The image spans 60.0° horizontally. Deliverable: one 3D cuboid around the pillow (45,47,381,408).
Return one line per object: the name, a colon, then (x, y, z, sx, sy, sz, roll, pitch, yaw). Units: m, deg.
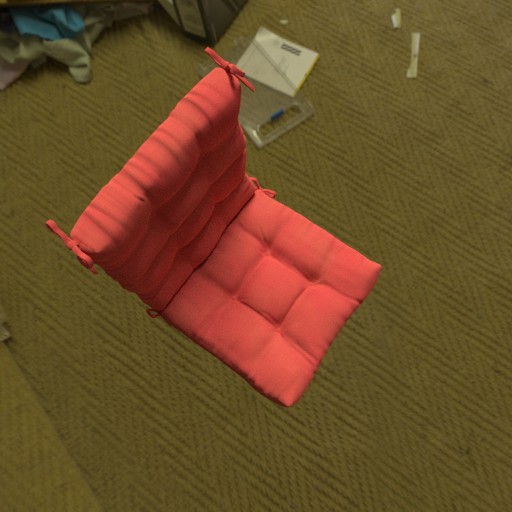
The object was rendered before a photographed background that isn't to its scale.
pillow: (0.000, 0.000, 1.046, 0.571, 0.605, 0.519, 34, 76, 10)
